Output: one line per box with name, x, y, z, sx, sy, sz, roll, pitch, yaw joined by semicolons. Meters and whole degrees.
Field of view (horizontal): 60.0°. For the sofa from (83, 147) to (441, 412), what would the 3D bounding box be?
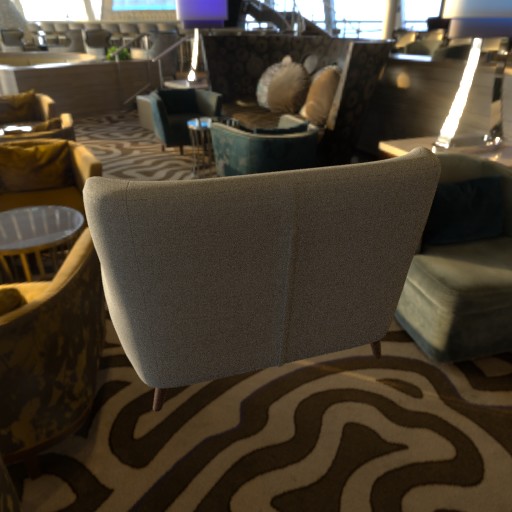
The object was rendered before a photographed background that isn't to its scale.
sofa;0.000;0.000;2.062;1.386;1.028;0.884;-9;29;-16
